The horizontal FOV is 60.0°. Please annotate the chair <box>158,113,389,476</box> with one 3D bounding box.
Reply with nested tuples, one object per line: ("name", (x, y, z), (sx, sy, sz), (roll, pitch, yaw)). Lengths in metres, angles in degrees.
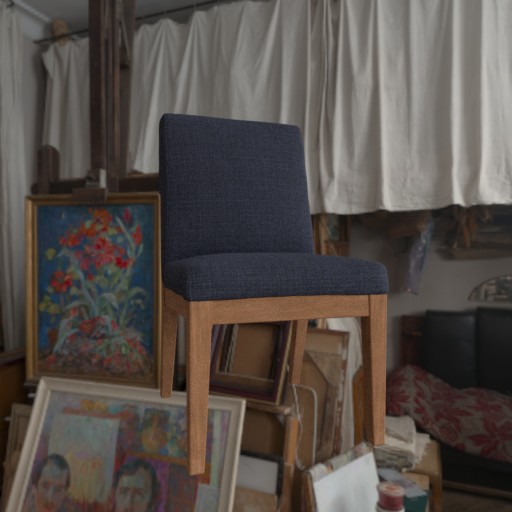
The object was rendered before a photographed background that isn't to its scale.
("chair", (0.000, 0.000, 1.256), (0.507, 0.911, 0.586), (0, 1, -18))
